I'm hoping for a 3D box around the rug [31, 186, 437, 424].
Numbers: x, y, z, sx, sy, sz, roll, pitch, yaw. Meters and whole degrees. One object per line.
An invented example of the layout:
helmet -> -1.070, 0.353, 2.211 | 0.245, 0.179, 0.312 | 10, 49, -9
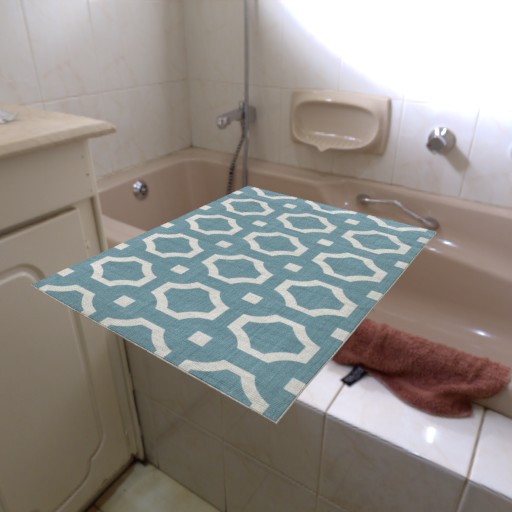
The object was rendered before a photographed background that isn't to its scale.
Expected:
rug -> 0.000, 0.000, 4.172 | 2.466, 0.021, 3.049 | 19, 34, 31
